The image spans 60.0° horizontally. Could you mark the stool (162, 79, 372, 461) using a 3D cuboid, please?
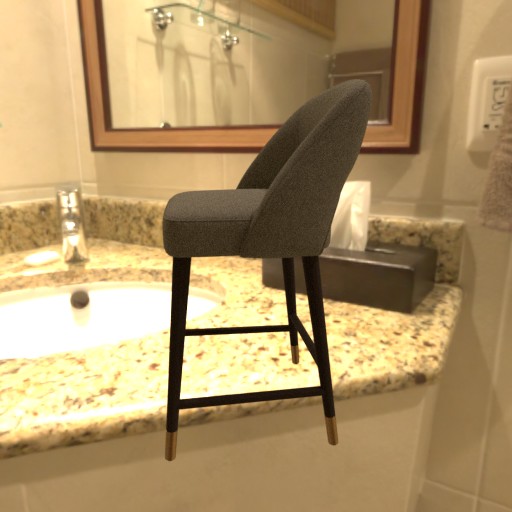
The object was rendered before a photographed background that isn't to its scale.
[{"bbox_3d":[0.000,0.000,1.244,0.524,0.925,0.536,-2,15,-8],"label":"stool"}]
